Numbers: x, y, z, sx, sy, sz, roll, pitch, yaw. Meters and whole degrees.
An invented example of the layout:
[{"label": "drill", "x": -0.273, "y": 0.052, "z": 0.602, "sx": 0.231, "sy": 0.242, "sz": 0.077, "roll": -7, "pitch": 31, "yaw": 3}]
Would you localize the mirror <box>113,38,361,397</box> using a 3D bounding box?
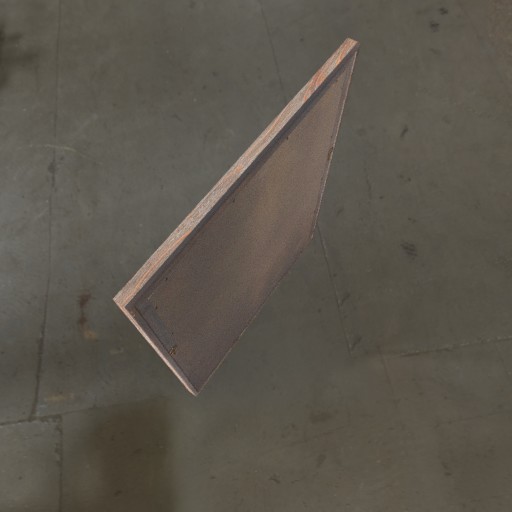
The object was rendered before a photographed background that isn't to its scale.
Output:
[{"label": "mirror", "x": 0.000, "y": 0.000, "z": 1.214, "sx": 0.032, "sy": 0.882, "sz": 0.730, "roll": 32, "pitch": 68, "yaw": 15}]
